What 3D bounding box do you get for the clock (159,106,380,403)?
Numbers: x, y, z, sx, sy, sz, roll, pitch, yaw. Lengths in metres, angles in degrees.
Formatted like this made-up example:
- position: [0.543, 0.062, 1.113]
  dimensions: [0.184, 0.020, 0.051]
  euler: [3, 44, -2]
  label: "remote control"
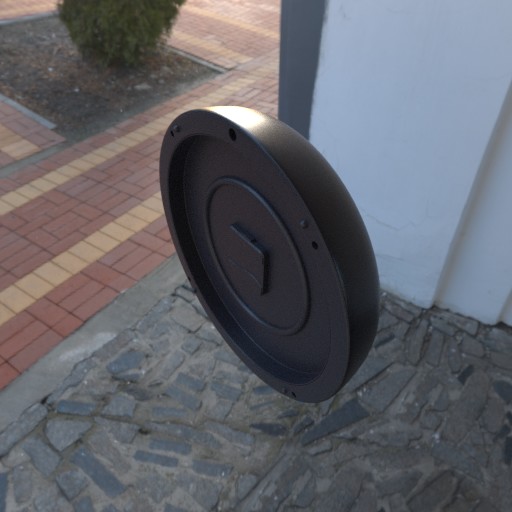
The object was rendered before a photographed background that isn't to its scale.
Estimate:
- position: [0.000, 0.000, 0.446]
  dimensions: [0.060, 0.300, 0.300]
  euler: [-27, 48, -27]
  label: "clock"
